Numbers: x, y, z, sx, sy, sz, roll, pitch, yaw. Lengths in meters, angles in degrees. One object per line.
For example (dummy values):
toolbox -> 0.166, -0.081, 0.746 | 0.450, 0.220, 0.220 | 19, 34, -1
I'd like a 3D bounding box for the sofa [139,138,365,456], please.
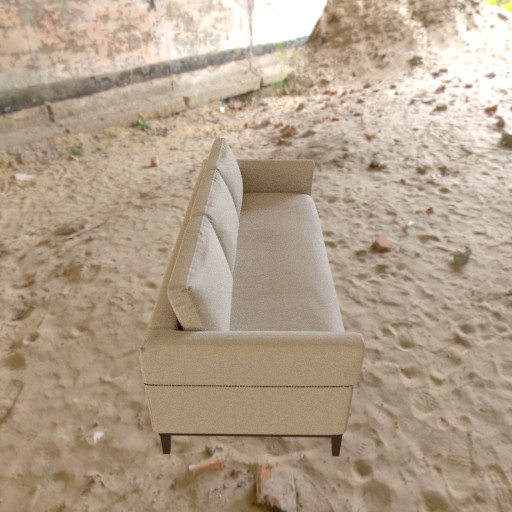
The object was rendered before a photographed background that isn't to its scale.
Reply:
sofa -> 0.000, 0.000, 2.762 | 0.902, 0.911, 2.198 | 0, 32, 1
